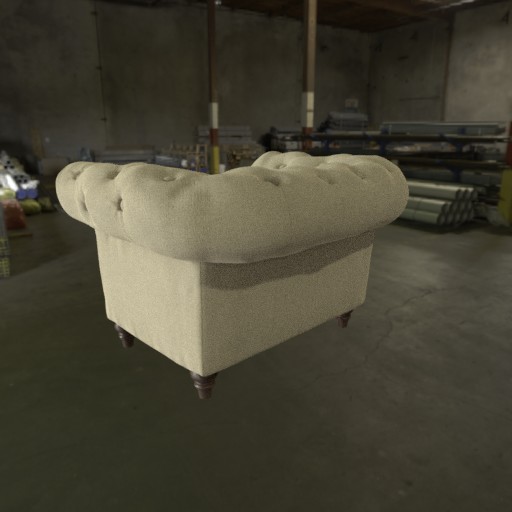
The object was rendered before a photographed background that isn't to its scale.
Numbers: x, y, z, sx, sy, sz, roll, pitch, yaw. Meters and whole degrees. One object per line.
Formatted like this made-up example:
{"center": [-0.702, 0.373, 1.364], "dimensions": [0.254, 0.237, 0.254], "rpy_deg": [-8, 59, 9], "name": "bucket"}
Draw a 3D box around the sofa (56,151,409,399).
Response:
{"center": [0.000, 0.000, 1.995], "dimensions": [1.405, 0.878, 1.034], "rpy_deg": [-15, 21, -43], "name": "sofa"}
